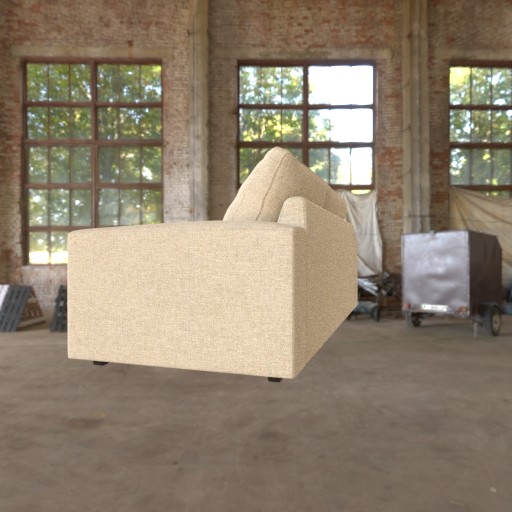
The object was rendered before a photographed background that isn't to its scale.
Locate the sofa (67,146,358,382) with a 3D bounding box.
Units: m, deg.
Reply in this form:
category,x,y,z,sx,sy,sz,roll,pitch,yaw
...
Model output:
category,x,y,z,sx,sy,sz,roll,pitch,yaw
sofa,0.000,0.000,2.794,1.040,0.922,2.299,0,1,18
